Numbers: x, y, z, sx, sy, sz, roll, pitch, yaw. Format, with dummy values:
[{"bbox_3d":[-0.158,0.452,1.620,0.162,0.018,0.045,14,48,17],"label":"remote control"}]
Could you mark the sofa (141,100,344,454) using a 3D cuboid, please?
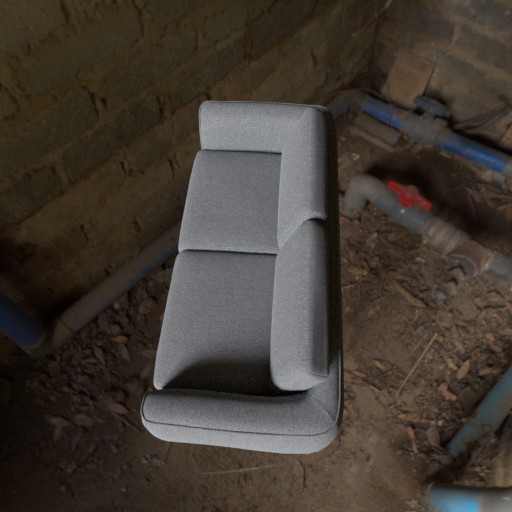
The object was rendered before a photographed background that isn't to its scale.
[{"bbox_3d":[0.000,0.000,2.488,0.920,0.870,2.000,4,60,2],"label":"sofa"}]
